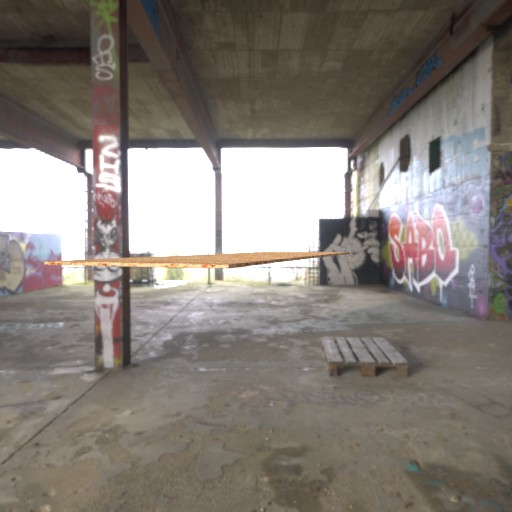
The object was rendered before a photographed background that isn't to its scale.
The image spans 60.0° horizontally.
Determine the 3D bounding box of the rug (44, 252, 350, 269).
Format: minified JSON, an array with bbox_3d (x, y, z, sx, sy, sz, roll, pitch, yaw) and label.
[{"bbox_3d":[0.000,0.000,2.406,0.680,0.014,2.237,1,2,20],"label":"rug"}]
